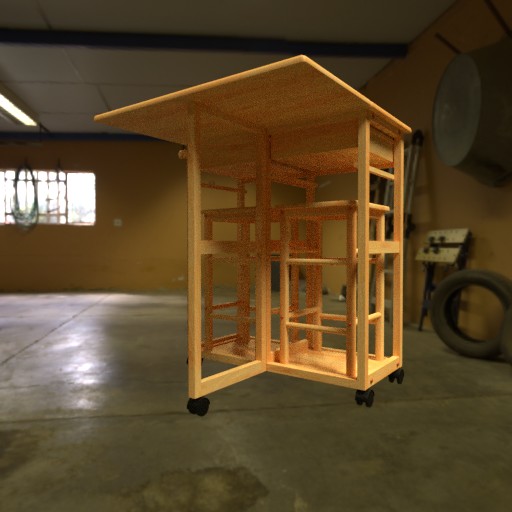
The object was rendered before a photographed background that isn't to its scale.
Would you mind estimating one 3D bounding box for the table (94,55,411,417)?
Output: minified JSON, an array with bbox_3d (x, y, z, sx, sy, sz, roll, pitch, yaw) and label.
[{"bbox_3d":[0.000,0.000,1.395,0.752,0.832,0.693,1,1,36],"label":"table"}]
